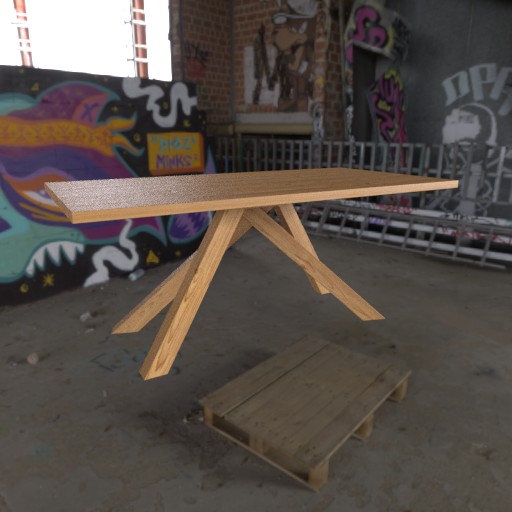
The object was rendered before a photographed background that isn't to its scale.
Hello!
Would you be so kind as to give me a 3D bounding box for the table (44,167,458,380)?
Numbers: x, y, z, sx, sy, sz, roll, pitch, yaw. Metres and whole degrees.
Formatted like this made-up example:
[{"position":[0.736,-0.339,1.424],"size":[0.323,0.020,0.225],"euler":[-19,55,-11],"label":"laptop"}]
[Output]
[{"position":[0.000,0.000,2.250],"size":[1.797,0.750,0.901],"euler":[-9,18,-28],"label":"table"}]
